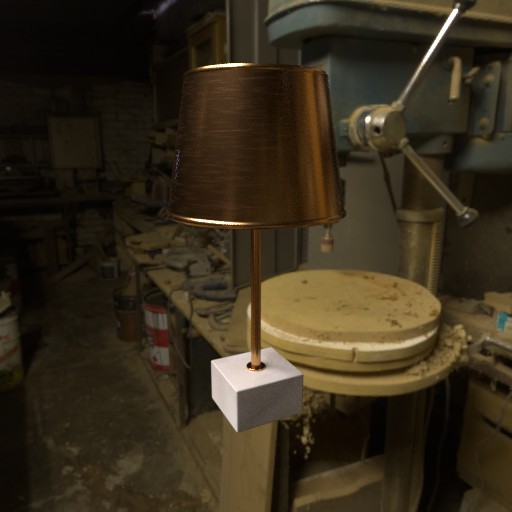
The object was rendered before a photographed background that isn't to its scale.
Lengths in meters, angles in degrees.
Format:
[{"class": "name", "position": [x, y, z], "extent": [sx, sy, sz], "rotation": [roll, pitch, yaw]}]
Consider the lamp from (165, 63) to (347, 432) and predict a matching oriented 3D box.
[{"class": "lamp", "position": [0.000, 0.000, 0.534], "extent": [0.208, 0.406, 0.208], "rotation": [0, 14, 0]}]
